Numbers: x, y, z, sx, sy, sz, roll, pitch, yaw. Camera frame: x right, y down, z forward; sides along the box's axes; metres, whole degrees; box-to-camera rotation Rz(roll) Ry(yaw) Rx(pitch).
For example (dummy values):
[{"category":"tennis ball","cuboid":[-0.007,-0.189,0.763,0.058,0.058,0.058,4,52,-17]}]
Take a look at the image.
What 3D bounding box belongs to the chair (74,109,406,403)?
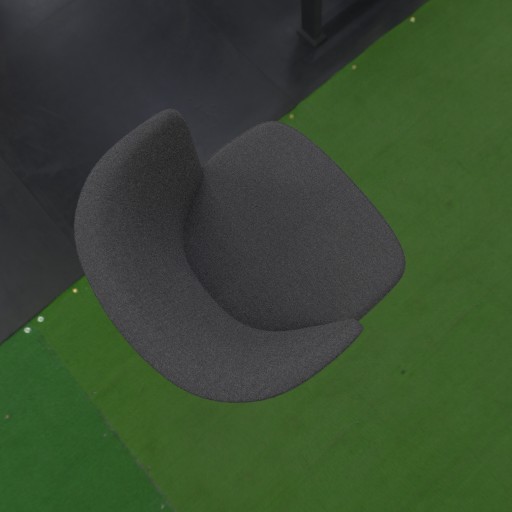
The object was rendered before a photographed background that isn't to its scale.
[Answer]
[{"category":"chair","cuboid":[0.000,0.000,1.228,0.698,0.695,0.639,-38,79,-9]}]
